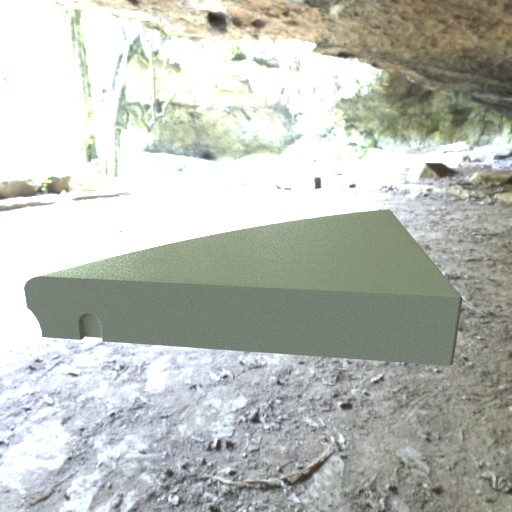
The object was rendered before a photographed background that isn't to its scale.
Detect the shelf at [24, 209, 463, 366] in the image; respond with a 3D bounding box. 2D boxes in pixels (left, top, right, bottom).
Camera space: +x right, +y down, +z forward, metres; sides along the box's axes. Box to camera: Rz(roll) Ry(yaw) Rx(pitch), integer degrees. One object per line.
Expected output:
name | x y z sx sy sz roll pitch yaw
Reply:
shelf | 0.000 0.000 0.458 0.310 0.050 0.310 2 17 7
